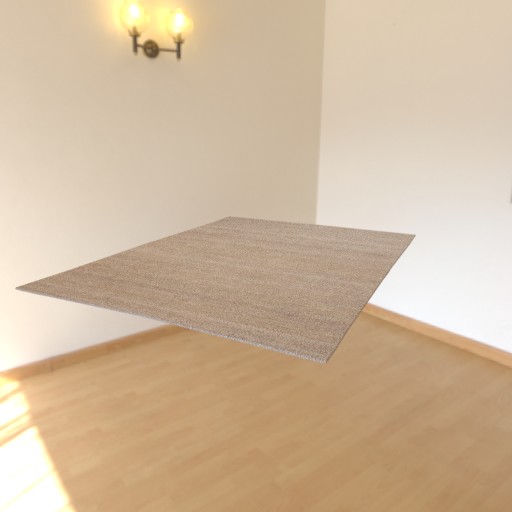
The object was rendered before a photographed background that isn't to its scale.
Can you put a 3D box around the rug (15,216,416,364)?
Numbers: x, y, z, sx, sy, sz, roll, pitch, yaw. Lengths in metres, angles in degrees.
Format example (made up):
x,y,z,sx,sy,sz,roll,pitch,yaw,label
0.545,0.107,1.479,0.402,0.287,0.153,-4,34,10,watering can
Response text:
x,y,z,sx,sy,sz,roll,pitch,yaw,label
0.000,0.000,4.218,2.467,0.046,3.245,8,18,26,rug
